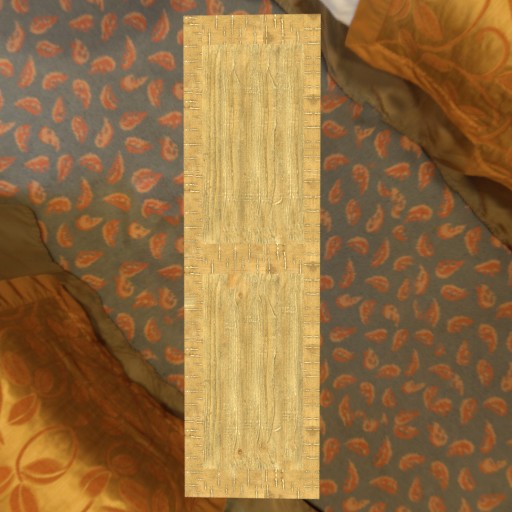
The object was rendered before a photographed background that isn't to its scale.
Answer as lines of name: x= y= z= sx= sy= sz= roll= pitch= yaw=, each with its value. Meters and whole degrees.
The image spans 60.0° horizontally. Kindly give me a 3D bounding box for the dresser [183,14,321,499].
dresser: x=0.000 y=0.000 z=1.998 sx=0.457 sy=1.016 sz=1.626 roll=0 pitch=91 yaw=2
